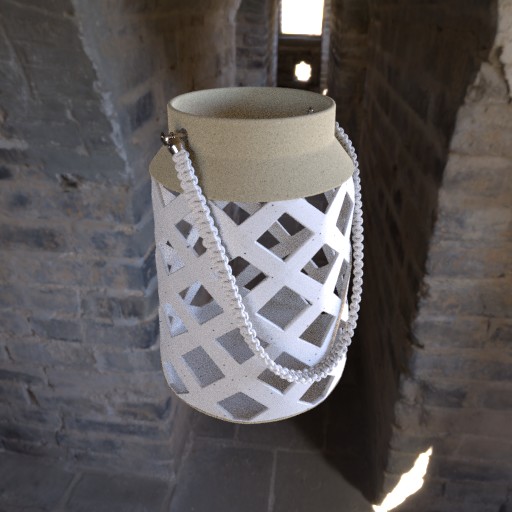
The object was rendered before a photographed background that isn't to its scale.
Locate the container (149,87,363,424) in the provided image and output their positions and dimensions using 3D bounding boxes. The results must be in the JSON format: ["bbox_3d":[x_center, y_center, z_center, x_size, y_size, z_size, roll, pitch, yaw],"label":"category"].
[{"bbox_3d":[0.000,0.000,0.394,0.188,0.264,0.198,-22,37,-33],"label":"container"}]
